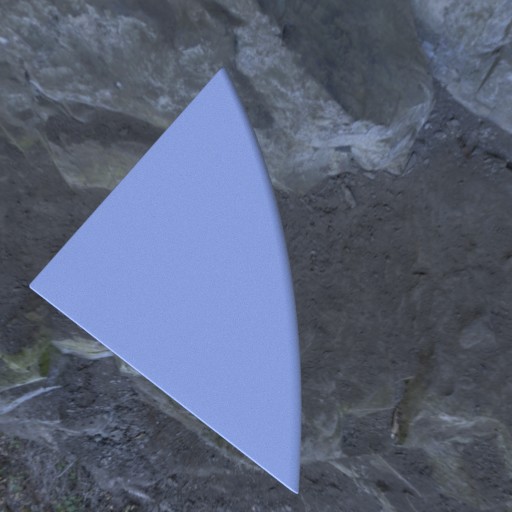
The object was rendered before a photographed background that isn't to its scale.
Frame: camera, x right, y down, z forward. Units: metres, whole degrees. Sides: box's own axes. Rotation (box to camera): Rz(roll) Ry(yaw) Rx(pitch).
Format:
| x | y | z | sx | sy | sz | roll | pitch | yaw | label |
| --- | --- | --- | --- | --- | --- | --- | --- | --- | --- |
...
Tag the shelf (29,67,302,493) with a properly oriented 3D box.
| x | y | z | sx | sy | sz | roll | pitch | yaw | label |
| --- | --- | --- | --- | --- | --- | --- | --- | --- | --- |
| 0.000 | 0.000 | 0.453 | 0.310 | 0.050 | 0.310 | 34 | 77 | 9 | shelf |
